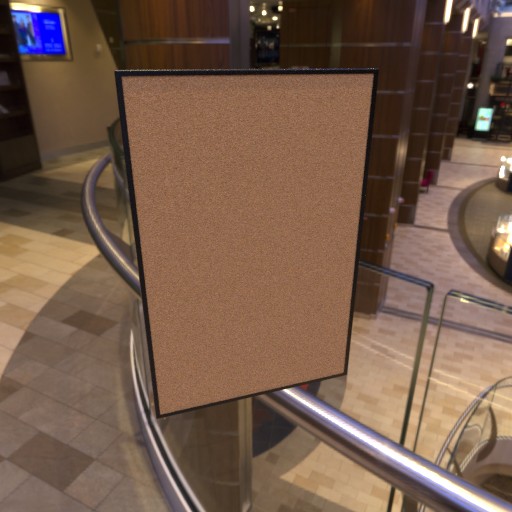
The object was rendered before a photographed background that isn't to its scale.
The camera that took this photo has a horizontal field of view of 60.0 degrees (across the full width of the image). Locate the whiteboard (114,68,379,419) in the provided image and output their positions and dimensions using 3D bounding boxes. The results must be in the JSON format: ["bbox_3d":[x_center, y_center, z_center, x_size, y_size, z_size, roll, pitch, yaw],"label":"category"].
[{"bbox_3d":[0.000,0.000,0.785,0.406,0.611,0.026,-8,25,-17],"label":"whiteboard"}]
